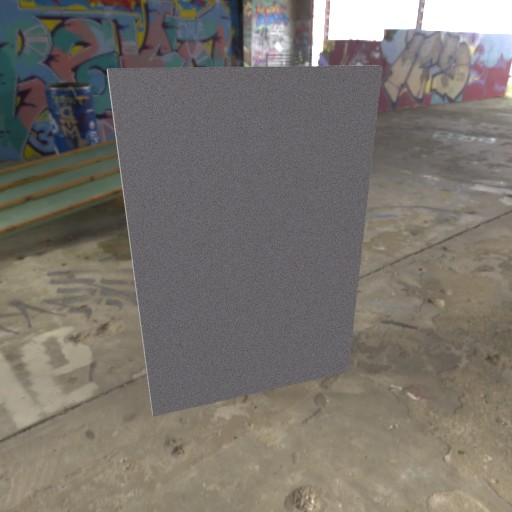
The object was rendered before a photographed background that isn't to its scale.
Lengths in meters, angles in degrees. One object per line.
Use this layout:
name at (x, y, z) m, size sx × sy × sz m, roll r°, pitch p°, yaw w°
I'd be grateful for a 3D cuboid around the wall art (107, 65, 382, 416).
wall art at (0.000, 0.000, 0.614) m, size 0.329 × 0.482 × 0.011 m, roll -8°, pitch 26°, yaw -16°
